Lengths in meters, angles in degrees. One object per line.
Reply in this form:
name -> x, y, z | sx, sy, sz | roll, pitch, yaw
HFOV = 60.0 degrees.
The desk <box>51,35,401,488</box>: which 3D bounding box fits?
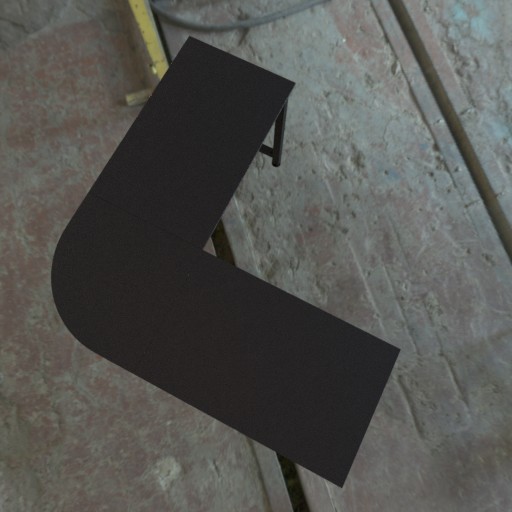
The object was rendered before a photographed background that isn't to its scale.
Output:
desk -> 0.000, 0.000, 2.164 | 1.400, 0.762, 1.400 | 26, 77, 6
